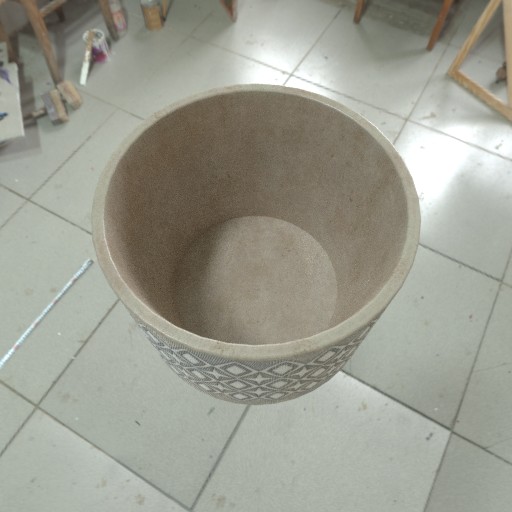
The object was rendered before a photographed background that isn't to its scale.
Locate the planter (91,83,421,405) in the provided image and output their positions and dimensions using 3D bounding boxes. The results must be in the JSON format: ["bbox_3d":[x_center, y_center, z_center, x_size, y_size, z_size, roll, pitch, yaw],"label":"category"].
[{"bbox_3d":[0.000,0.000,0.279,0.164,0.127,0.164,0,62,0],"label":"planter"}]
